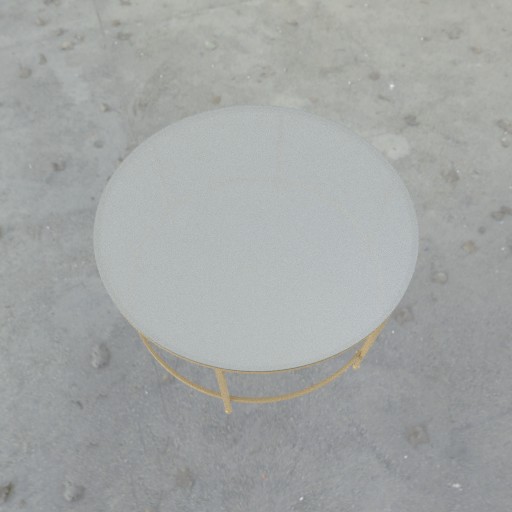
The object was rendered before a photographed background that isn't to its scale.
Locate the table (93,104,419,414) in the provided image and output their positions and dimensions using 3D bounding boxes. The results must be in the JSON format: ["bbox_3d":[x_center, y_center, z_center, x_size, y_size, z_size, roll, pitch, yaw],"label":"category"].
[{"bbox_3d":[0.000,0.000,1.458,0.914,0.470,0.914,0,58,0],"label":"table"}]
